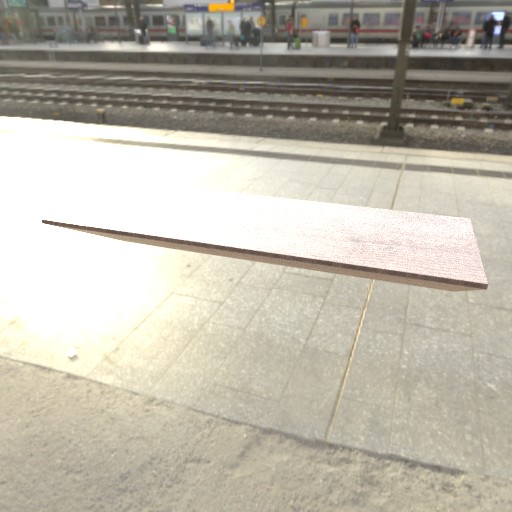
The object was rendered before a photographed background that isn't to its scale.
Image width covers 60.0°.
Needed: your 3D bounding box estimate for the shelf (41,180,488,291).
[{"bbox_3d":[0.000,0.000,0.691,0.610,0.125,0.200,8,29,16],"label":"shelf"}]
